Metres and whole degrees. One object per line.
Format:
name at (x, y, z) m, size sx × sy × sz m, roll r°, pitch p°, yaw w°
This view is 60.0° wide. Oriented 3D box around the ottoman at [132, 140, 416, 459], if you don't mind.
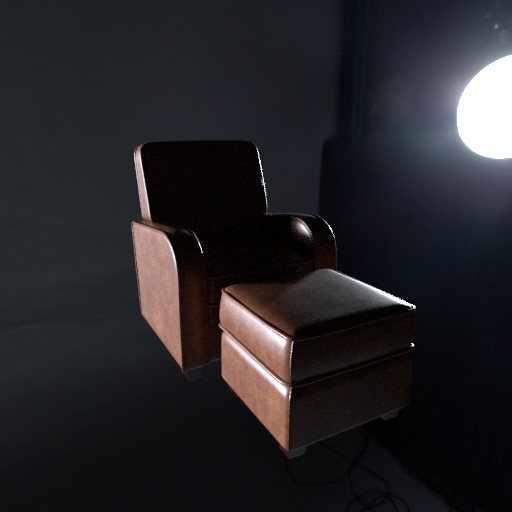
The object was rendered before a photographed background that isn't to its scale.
ottoman at (0.000, 0.000, 1.837) m, size 0.732 × 0.904 × 1.314 m, roll -9°, pitch 18°, yaw -27°
